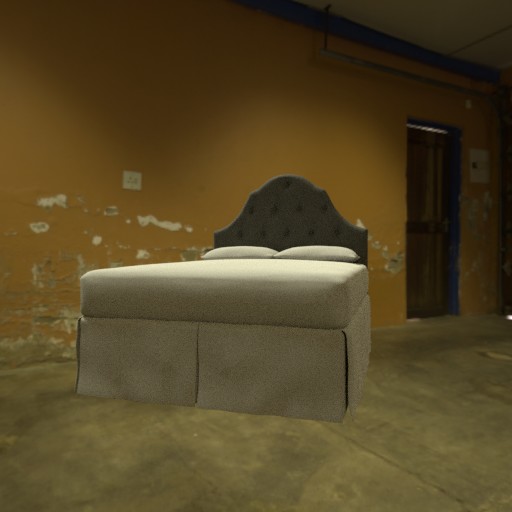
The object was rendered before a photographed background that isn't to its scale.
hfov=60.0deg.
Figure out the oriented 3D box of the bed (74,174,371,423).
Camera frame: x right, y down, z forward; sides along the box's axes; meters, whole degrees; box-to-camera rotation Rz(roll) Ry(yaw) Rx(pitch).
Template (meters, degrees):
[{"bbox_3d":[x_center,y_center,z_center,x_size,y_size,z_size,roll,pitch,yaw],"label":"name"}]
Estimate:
[{"bbox_3d":[0.000,0.000,3.333,1.636,1.575,2.155,0,0,17],"label":"bed"}]
